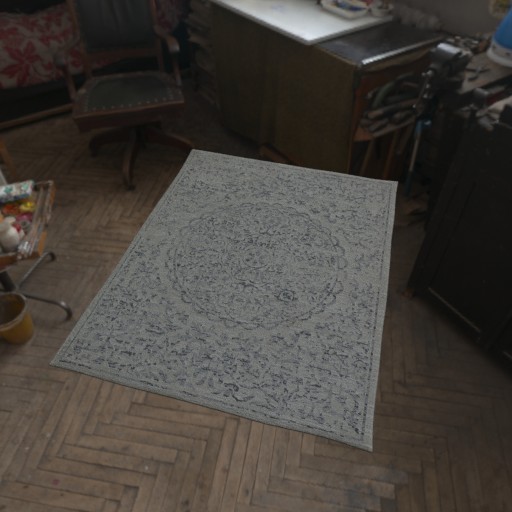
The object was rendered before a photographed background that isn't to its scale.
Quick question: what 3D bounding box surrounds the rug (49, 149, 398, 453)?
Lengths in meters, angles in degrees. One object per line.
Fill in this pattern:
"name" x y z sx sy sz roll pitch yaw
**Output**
"rug" 0.000 0.000 3.995 2.343 0.026 2.925 11 48 11
